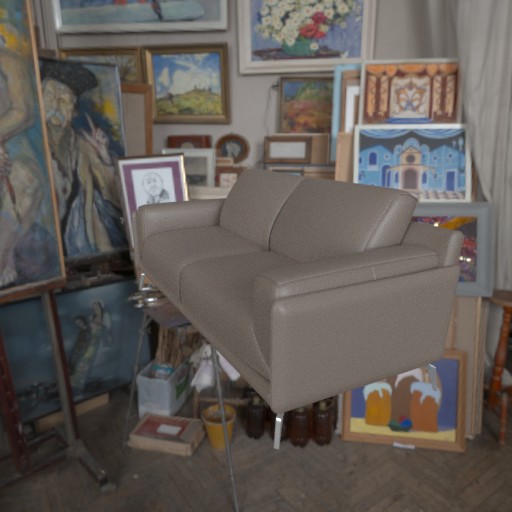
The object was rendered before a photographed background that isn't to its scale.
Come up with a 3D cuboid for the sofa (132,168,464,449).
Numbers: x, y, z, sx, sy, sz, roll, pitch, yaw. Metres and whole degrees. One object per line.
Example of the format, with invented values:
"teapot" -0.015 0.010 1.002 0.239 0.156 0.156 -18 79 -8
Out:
"sofa" 0.000 0.000 2.604 1.049 0.930 2.101 -8 17 -27
